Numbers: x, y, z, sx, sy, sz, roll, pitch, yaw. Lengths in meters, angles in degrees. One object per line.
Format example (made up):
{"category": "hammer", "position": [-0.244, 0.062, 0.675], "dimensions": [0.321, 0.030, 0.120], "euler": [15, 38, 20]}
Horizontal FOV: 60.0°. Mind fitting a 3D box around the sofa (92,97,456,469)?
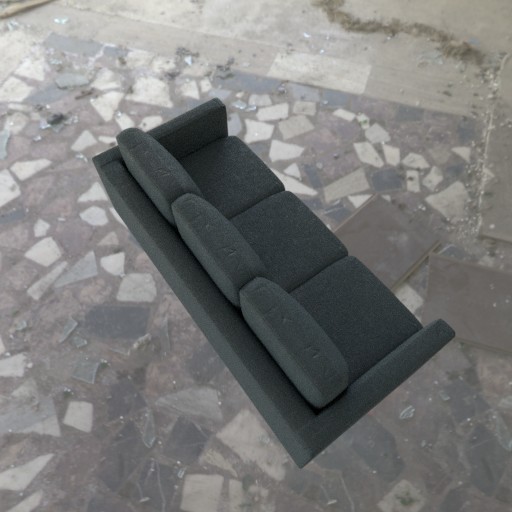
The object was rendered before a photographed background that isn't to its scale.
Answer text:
{"category": "sofa", "position": [0.000, 0.000, 2.541], "dimensions": [0.935, 0.945, 2.013], "euler": [-32, 65, -17]}
